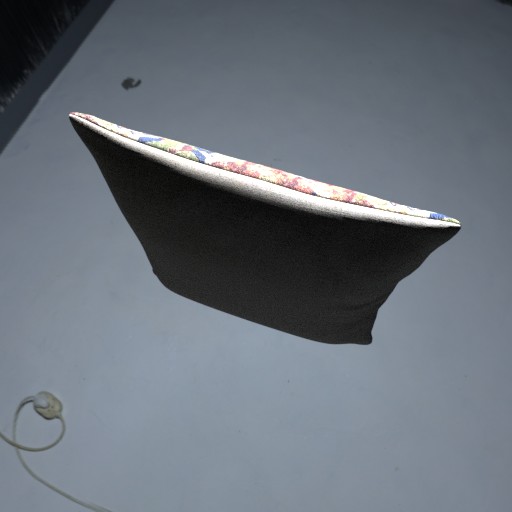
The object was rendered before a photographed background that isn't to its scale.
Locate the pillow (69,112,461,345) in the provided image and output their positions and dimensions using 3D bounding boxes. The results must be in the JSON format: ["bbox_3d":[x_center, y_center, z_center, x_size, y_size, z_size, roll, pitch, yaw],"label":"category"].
[{"bbox_3d":[0.000,0.000,0.773,0.523,0.506,0.166,18,64,9],"label":"pillow"}]
